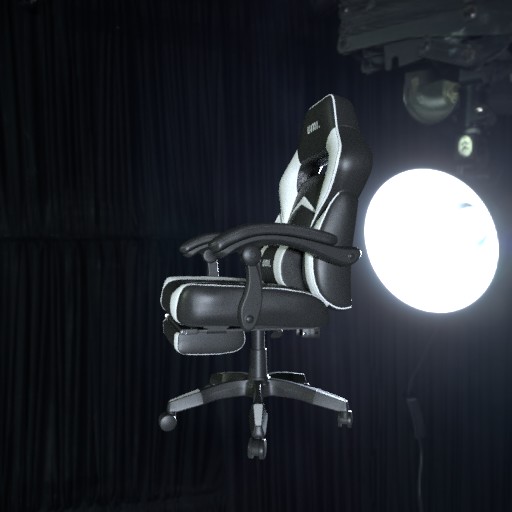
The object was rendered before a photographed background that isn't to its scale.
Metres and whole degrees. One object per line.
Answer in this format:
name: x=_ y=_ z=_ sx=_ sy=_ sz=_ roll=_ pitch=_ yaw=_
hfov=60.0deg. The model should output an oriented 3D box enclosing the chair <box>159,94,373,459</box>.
chair: x=0.000 y=0.000 z=1.635 sx=0.700 sy=1.200 sz=0.676 roll=0 pitch=0 yaw=-18
